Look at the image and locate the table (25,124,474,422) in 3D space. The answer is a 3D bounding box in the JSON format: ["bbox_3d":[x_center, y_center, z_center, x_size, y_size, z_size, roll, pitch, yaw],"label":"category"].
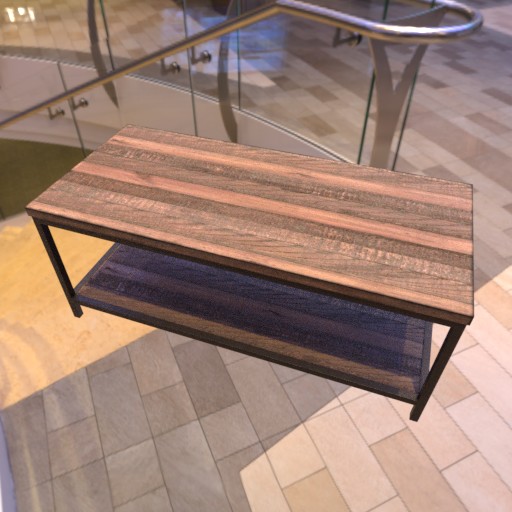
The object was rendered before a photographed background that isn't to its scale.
[{"bbox_3d":[0.000,0.000,1.207,0.990,0.399,0.452,13,44,14],"label":"table"}]
